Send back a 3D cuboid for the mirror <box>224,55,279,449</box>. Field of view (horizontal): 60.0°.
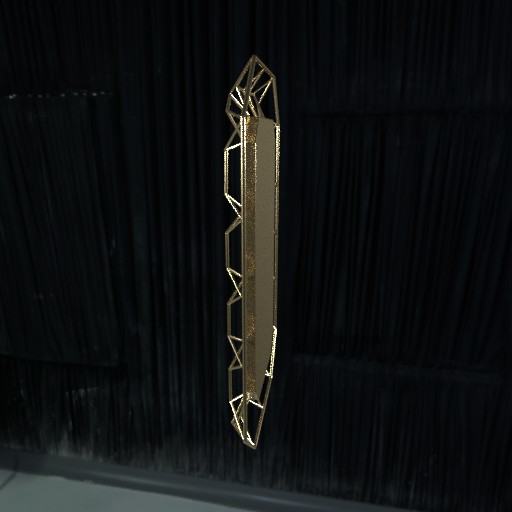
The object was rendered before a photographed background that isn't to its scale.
[{"bbox_3d":[0.000,0.000,1.099,0.051,0.870,0.572,2,16,8],"label":"mirror"}]
